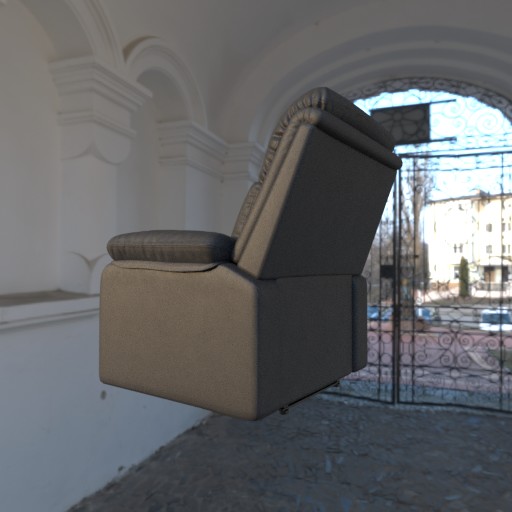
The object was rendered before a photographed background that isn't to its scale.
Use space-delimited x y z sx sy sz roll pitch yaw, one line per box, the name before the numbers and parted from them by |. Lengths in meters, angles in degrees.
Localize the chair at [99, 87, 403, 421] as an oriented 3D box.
chair | 0.000 0.000 1.678 0.919 0.992 0.855 -1 -1 35
